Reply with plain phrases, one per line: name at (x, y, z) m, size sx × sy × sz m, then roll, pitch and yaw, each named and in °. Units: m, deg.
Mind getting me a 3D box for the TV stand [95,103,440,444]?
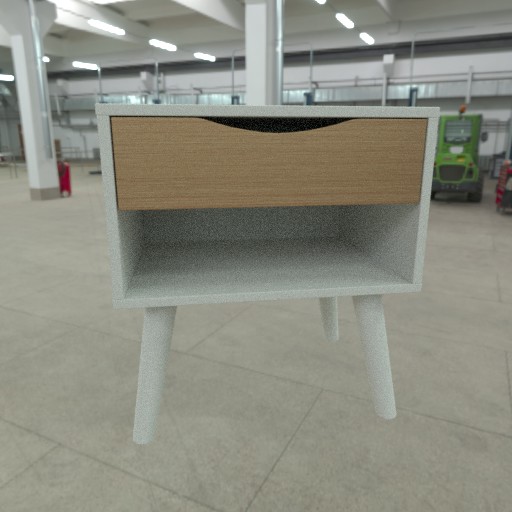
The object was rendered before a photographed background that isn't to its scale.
TV stand at (0.000, 0.000, 0.907) m, size 0.508 × 0.559 × 0.405 m, roll -2°, pitch 15°, yaw -9°
